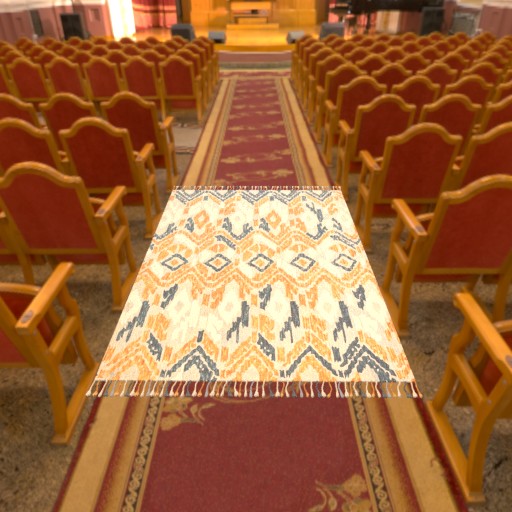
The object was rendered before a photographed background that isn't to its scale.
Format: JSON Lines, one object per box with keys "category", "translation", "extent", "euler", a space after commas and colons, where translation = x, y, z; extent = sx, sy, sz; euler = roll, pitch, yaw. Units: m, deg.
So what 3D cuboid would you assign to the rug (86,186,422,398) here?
{"category": "rug", "translation": [0.000, 0.000, 3.031], "extent": [1.533, 0.010, 2.428], "euler": [0, 32, 0]}
